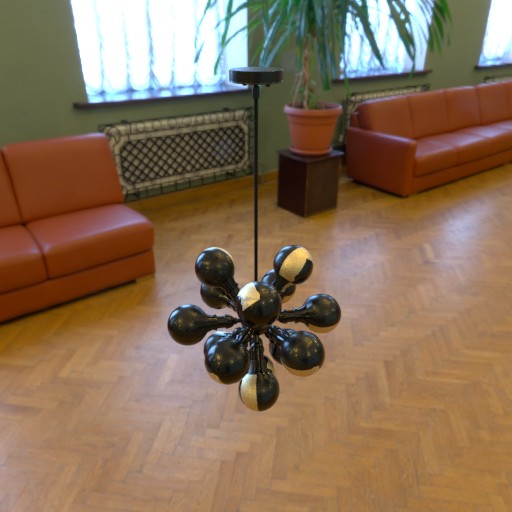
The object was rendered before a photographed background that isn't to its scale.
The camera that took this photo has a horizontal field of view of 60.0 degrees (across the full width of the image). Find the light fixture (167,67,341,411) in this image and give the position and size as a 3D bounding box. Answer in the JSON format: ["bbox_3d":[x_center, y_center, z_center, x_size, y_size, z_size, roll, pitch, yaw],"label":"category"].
[{"bbox_3d":[0.000,0.000,1.101,0.420,0.859,0.468,-20,33,-33],"label":"light fixture"}]
